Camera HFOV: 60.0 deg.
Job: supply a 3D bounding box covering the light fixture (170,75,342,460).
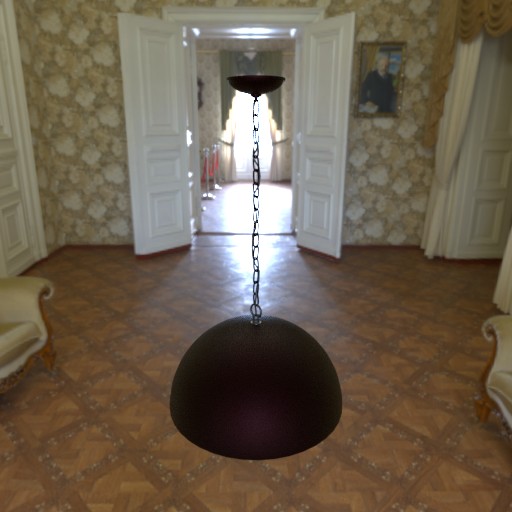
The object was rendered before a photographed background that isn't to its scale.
[{"bbox_3d":[0.000,0.000,1.164,0.492,0.869,0.492,15,22,41],"label":"light fixture"}]
